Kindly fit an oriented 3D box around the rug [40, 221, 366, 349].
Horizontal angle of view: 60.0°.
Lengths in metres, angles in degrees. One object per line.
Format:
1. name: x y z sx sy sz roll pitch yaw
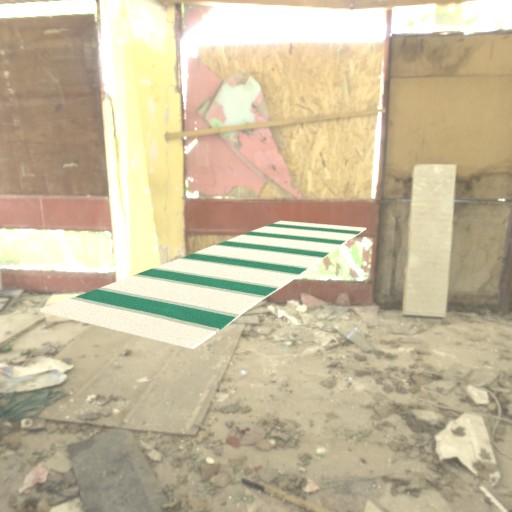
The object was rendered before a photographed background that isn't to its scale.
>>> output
1. rug: 0.000 0.000 2.707 0.768 0.012 2.438 7 16 26
